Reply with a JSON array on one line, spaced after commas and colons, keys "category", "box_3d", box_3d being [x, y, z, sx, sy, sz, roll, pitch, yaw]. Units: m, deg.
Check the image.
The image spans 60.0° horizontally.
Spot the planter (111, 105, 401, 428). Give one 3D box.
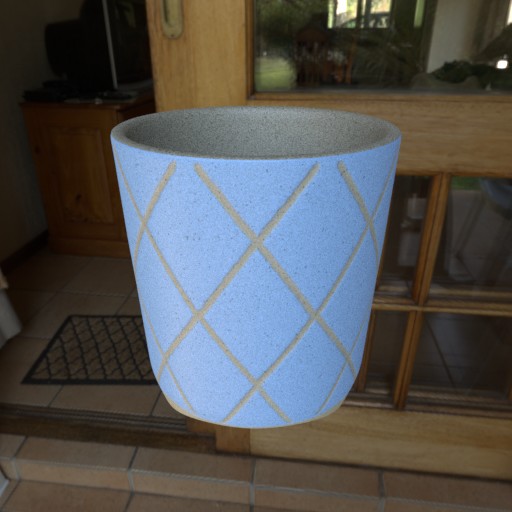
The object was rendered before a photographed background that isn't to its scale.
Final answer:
[{"category": "planter", "box_3d": [0.000, 0.000, 0.346, 0.191, 0.200, 0.191, 0, 26, 0]}]
